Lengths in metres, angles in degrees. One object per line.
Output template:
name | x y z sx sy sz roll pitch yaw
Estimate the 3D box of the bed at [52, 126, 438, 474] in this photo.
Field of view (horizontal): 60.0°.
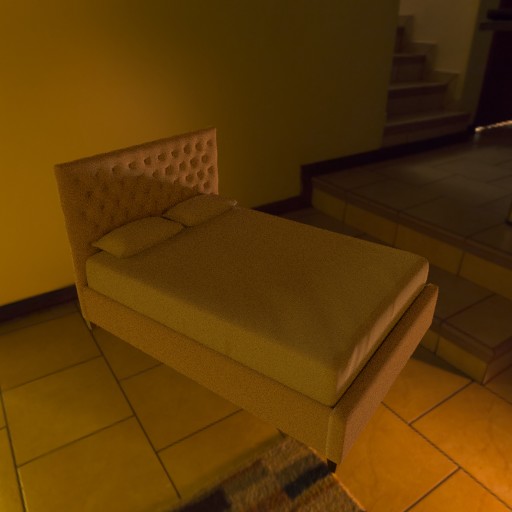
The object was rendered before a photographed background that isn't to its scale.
bed | 0.000 0.000 3.409 2.387 1.427 1.698 19 33 32
